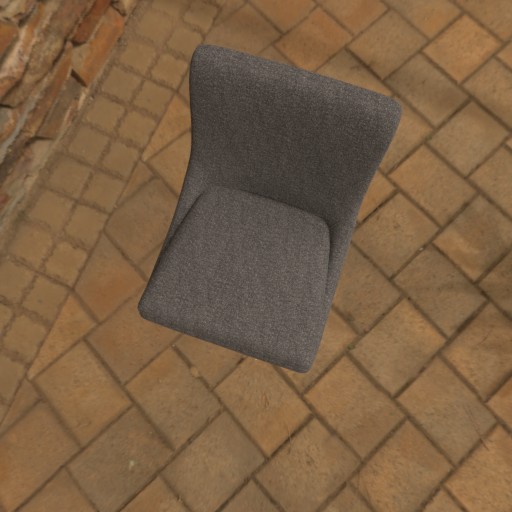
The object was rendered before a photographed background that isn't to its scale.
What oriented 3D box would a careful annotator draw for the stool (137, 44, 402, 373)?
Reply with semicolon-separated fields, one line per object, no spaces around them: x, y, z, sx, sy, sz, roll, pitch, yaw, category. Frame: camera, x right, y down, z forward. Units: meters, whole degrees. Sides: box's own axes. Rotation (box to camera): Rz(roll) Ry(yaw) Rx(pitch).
0.000;0.000;1.338;0.489;1.068;0.572;18;78;4;stool
